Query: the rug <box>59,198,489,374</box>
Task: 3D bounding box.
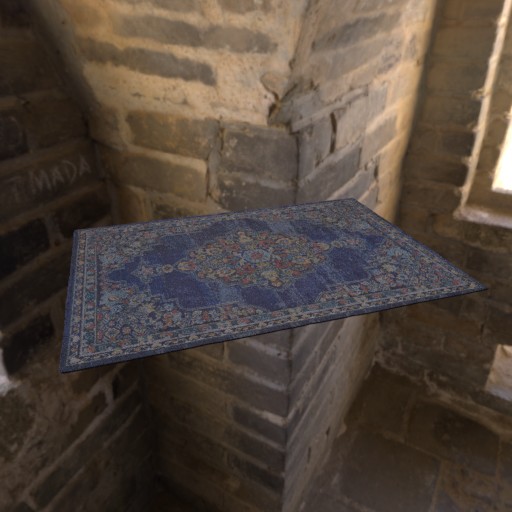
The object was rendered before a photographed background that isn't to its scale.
[{"bbox_3d":[0.000,0.000,3.700,2.940,0.011,2.053,-8,28,-16],"label":"rug"}]
